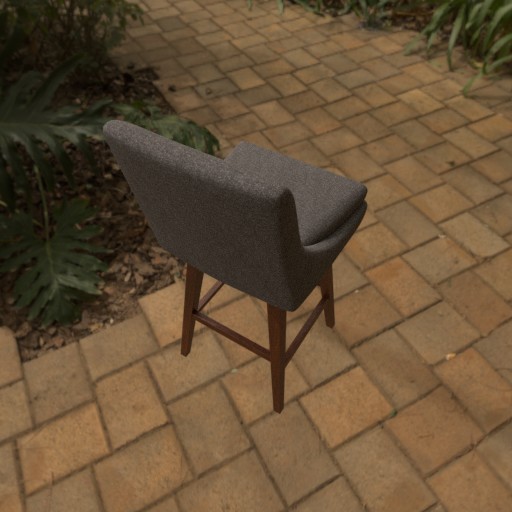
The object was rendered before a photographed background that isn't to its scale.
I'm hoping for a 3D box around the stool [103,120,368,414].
[{"bbox_3d":[0.000,0.000,1.391,0.489,1.068,0.572,25,52,21],"label":"stool"}]
